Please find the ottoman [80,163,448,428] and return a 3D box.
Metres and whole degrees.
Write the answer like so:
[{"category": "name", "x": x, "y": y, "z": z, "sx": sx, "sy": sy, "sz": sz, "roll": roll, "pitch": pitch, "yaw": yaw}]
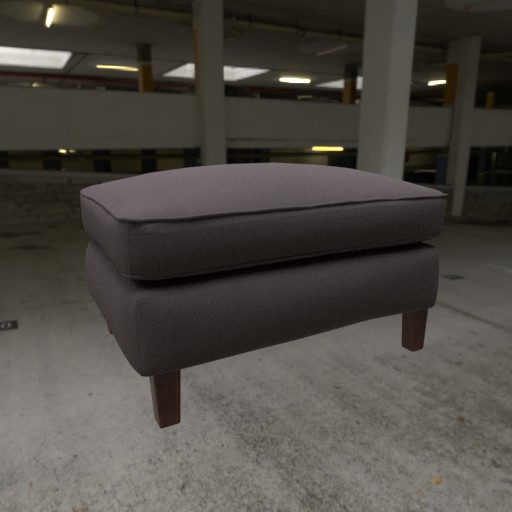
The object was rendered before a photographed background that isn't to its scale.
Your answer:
[{"category": "ottoman", "x": 0.000, "y": 0.000, "z": 0.995, "sx": 0.686, "sy": 0.406, "sz": 0.508, "roll": -8, "pitch": 16, "yaw": -27}]
